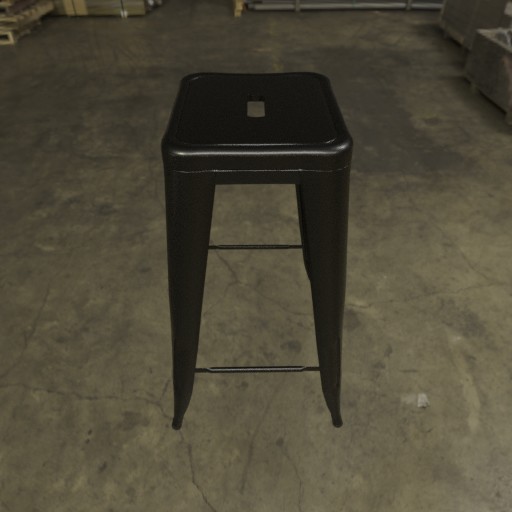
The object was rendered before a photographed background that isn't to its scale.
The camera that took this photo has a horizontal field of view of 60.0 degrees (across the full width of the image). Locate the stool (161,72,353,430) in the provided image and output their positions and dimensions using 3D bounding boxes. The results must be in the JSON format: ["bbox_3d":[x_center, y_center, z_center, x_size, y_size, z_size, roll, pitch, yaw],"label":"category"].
[{"bbox_3d":[0.000,0.000,0.866,0.359,0.609,0.399,-1,41,-1],"label":"stool"}]
